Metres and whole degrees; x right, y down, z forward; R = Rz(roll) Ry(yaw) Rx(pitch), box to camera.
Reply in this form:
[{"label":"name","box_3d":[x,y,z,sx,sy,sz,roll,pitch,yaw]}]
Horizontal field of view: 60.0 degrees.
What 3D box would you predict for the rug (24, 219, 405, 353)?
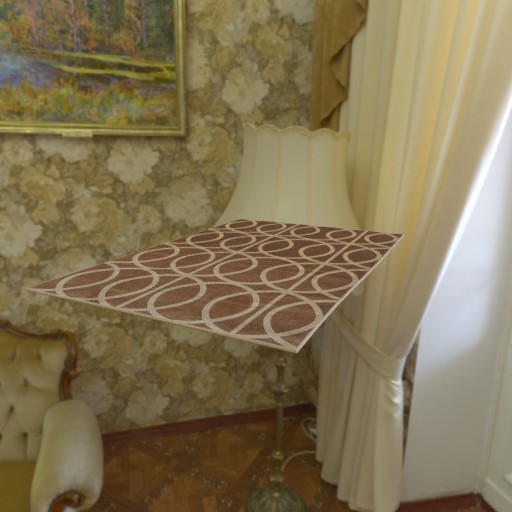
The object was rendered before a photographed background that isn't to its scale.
[{"label":"rug","box_3d":[0.000,0.000,2.938,1.528,0.014,2.294,8,17,26]}]
